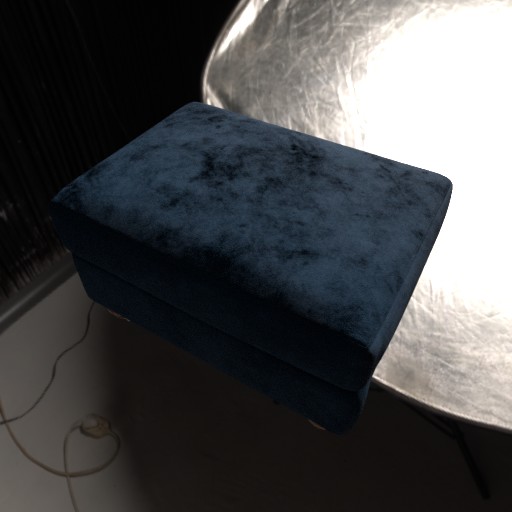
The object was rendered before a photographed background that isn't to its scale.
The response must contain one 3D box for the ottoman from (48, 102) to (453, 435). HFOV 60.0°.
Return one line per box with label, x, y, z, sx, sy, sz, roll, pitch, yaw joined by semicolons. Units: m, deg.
ottoman;0.000;0.000;1.135;0.773;0.503;0.572;23;50;21
